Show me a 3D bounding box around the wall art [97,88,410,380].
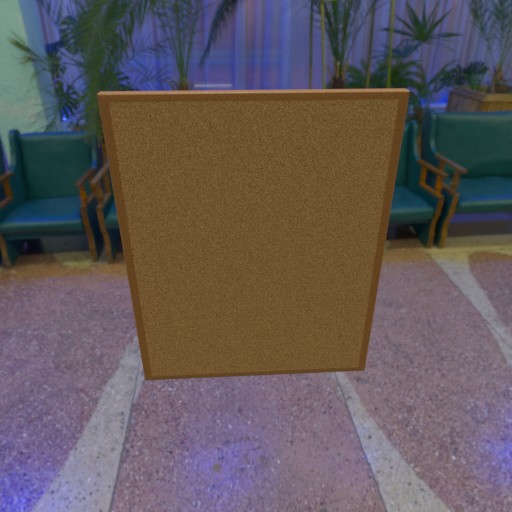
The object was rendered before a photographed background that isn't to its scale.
[{"bbox_3d":[0.000,0.000,0.783,0.452,0.553,0.022,-2,29,-3],"label":"wall art"}]
